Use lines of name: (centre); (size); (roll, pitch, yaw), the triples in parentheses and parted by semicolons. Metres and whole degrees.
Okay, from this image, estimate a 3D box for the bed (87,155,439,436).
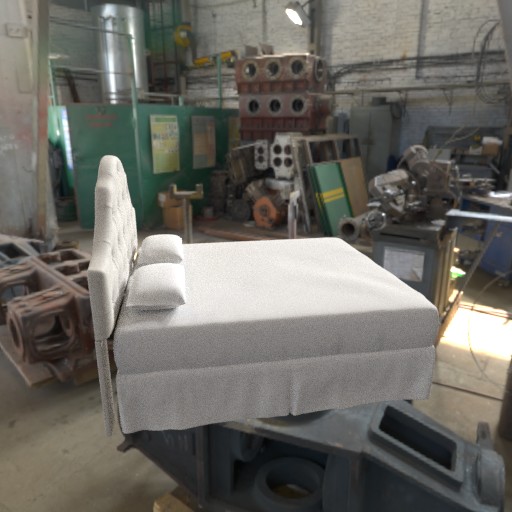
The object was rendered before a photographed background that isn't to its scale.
bed: (0.000, 0.000, 3.584); (2.214, 1.615, 2.008); (-3, 17, -10)
